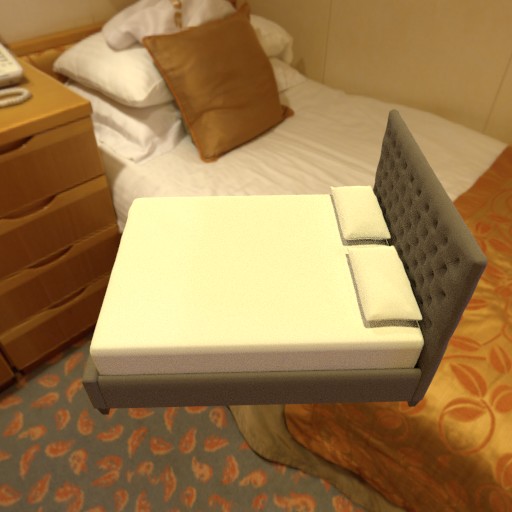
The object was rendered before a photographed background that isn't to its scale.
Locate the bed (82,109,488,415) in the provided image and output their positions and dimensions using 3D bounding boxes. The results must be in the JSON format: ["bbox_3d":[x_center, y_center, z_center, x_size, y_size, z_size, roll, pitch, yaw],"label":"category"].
[{"bbox_3d":[0.000,0.000,3.193,2.233,1.426,1.696,-1,43,-1],"label":"bed"}]
